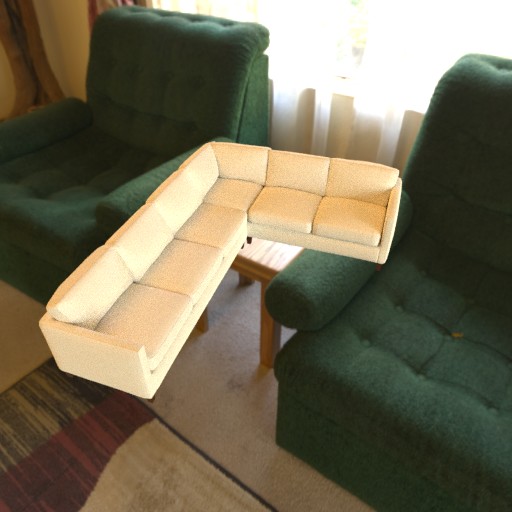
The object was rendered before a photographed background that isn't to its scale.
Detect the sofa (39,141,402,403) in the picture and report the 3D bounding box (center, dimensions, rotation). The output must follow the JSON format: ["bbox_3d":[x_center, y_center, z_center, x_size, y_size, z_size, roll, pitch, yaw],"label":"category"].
[{"bbox_3d":[0.000,0.000,4.497,2.593,0.947,3.302,12,41,14],"label":"sofa"}]
